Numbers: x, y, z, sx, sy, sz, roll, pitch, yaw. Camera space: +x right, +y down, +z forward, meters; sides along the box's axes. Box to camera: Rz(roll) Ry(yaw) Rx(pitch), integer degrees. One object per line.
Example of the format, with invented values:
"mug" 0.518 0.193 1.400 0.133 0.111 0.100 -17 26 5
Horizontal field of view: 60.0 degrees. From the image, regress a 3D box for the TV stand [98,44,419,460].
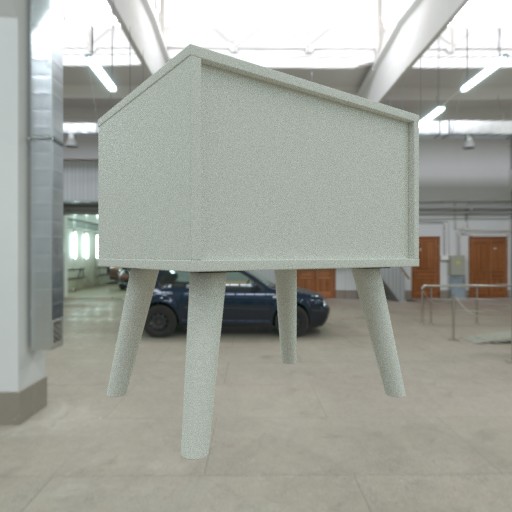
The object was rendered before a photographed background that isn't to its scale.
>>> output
"TV stand" 0.000 0.000 0.895 0.508 0.559 0.405 0 0 -36
